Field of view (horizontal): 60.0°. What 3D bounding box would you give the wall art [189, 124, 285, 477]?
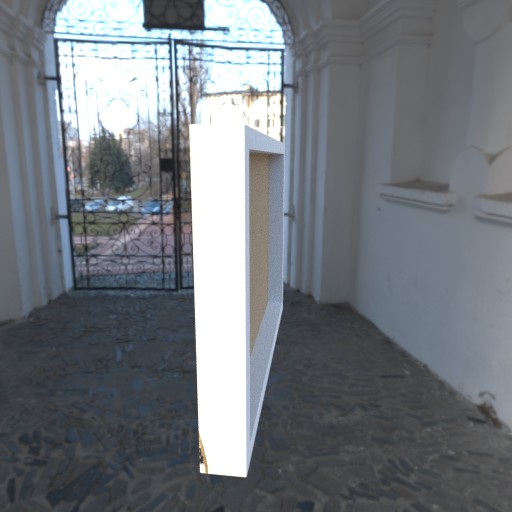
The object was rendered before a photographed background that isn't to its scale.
[{"bbox_3d":[0.000,0.000,0.492,0.039,0.254,0.384,2,13,8],"label":"wall art"}]
